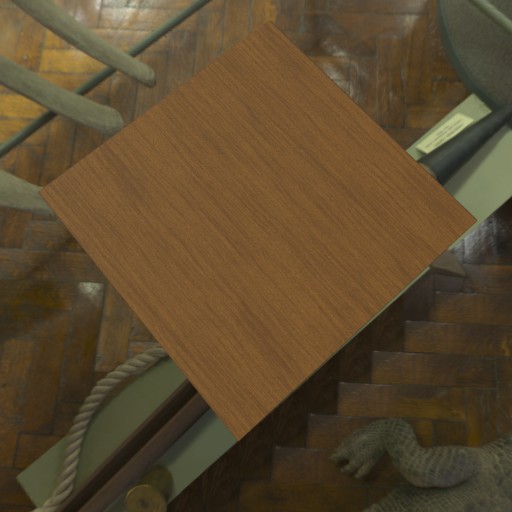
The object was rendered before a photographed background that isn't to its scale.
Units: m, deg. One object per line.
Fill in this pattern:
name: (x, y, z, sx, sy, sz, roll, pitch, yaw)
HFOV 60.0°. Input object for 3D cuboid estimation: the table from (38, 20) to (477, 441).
table: (0.000, 0.000, 0.827, 0.398, 0.540, 0.397, -40, 80, -9)
